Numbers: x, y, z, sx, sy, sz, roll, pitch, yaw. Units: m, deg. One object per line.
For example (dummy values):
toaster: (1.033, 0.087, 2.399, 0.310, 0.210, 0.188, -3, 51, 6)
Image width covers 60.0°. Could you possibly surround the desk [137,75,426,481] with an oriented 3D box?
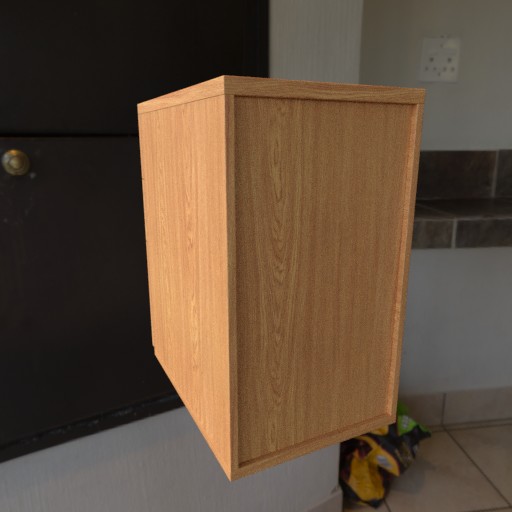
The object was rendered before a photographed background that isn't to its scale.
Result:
desk: (0.000, 0.000, 1.084, 0.404, 0.730, 0.600, -7, 16, -26)
